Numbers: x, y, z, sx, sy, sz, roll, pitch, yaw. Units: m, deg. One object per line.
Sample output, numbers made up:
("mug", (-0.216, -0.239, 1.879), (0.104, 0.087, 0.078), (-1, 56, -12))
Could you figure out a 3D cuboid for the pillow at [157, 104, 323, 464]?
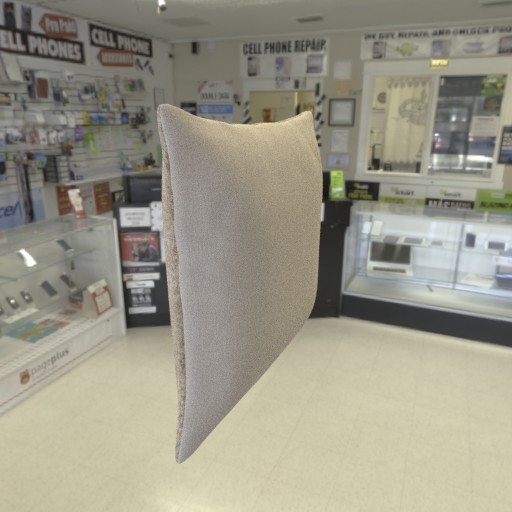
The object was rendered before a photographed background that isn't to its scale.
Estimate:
("pillow", (0.000, 0.000, 0.807), (0.166, 0.510, 0.523), (8, 19, 25))
